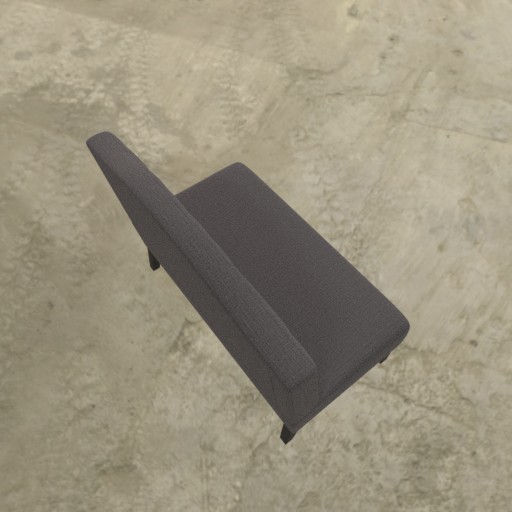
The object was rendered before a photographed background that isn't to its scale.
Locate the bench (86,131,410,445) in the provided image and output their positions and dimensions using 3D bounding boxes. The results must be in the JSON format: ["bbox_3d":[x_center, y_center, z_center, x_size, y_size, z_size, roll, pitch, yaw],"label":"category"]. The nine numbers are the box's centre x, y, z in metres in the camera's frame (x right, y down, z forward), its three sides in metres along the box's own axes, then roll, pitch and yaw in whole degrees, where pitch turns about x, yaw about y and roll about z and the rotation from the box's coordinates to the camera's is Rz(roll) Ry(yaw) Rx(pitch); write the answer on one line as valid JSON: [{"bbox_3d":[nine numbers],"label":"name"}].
[{"bbox_3d":[0.000,0.000,2.050,0.815,1.180,1.335,-33,62,-20],"label":"bench"}]
